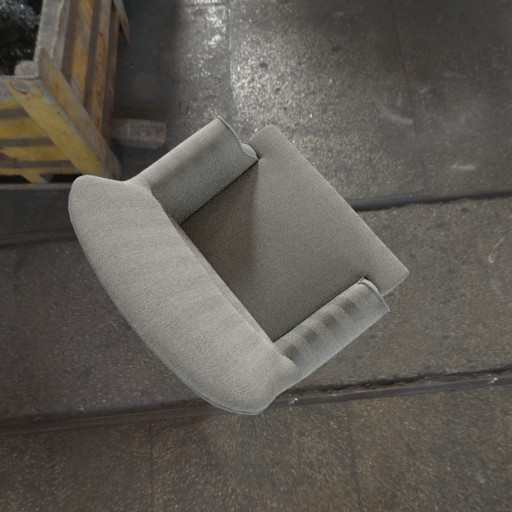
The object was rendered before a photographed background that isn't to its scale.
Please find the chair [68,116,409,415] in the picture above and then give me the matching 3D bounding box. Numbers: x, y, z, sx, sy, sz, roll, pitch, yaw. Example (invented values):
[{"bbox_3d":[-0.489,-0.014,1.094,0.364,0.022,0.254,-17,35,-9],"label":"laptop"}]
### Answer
[{"bbox_3d":[0.000,0.000,1.419,0.755,0.880,0.772,-38,78,-10],"label":"chair"}]
